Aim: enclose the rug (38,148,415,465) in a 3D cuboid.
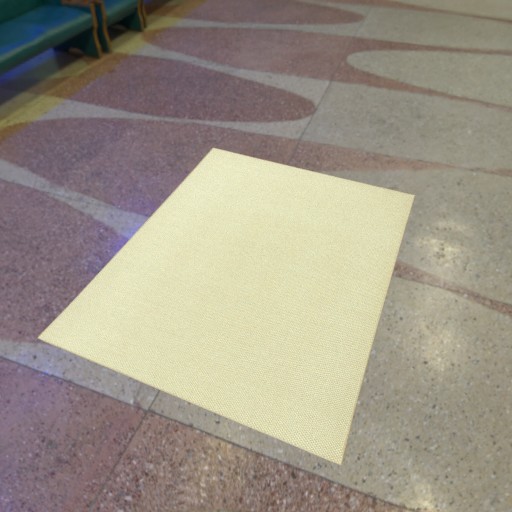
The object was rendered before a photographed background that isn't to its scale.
[{"bbox_3d":[0.000,0.000,4.135,2.462,0.018,3.039,17,48,16],"label":"rug"}]
